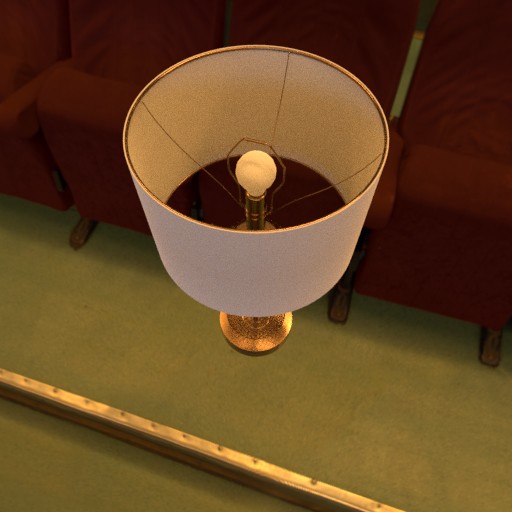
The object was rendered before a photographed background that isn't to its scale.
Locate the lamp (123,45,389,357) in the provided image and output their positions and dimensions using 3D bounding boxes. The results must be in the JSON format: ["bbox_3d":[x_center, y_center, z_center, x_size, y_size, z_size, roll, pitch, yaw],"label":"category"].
[{"bbox_3d":[0.000,0.000,0.630,0.252,0.483,0.252,15,60,9],"label":"lamp"}]
